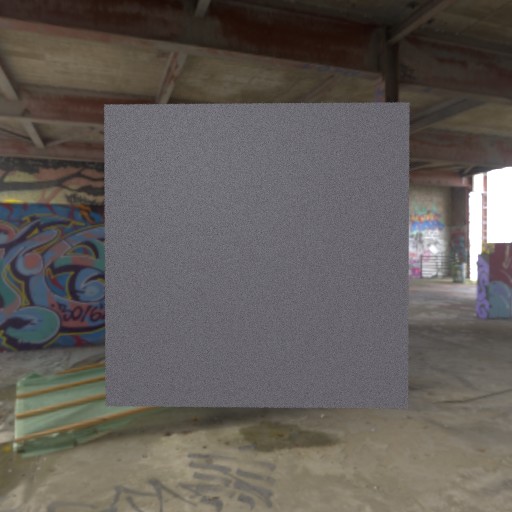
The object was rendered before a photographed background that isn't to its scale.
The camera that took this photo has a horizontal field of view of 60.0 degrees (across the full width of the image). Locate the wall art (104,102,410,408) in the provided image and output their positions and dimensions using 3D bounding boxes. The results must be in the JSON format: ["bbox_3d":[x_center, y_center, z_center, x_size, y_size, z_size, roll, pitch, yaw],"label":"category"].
[{"bbox_3d":[0.000,0.000,0.531,0.355,0.355,0.027,0,1,1],"label":"wall art"}]
